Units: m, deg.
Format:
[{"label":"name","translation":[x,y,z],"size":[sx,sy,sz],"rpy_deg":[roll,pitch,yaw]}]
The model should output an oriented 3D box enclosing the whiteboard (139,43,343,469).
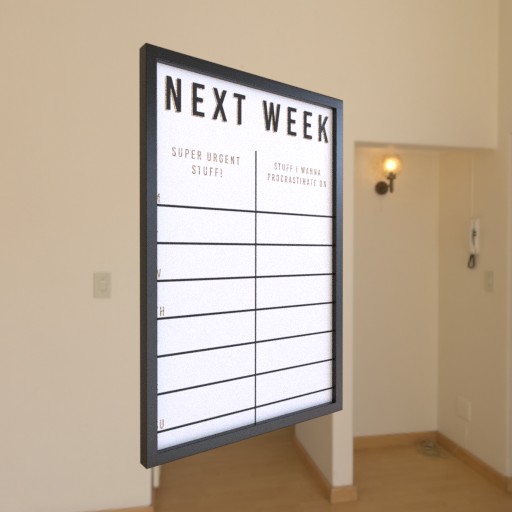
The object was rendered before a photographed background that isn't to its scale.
[{"label":"whiteboard","translation":[0.000,0.000,0.762],"size":[0.406,0.611,0.026],"rpy_deg":[0,1,-36]}]
